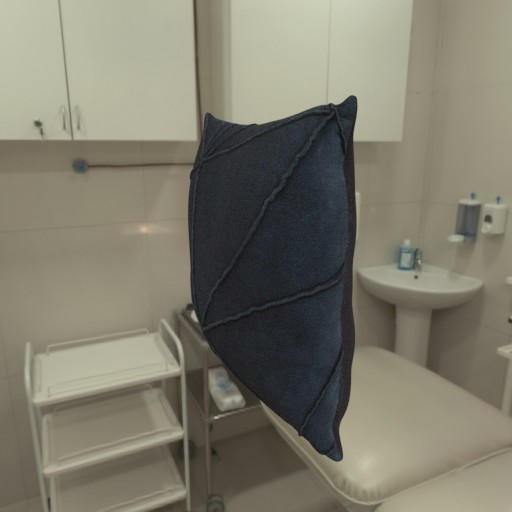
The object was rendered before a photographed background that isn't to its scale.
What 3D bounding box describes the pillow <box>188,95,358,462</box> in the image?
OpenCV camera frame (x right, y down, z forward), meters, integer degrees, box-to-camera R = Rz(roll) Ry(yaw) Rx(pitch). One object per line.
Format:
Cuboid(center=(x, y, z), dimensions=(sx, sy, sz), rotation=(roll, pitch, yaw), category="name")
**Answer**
Cuboid(center=(0.000, 0.000, 0.676), dimensions=(0.183, 0.440, 0.439), rotation=(-7, 16, -25), category="pillow")
